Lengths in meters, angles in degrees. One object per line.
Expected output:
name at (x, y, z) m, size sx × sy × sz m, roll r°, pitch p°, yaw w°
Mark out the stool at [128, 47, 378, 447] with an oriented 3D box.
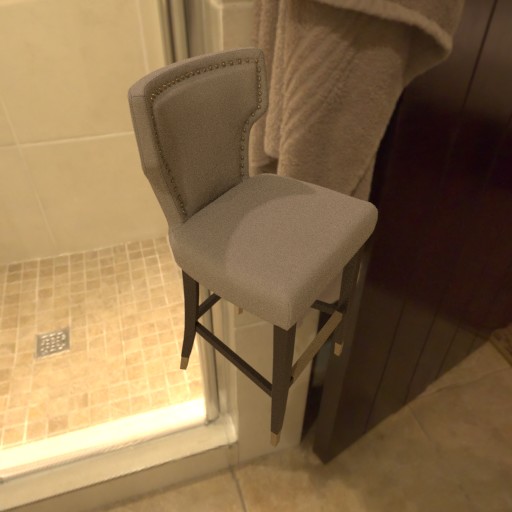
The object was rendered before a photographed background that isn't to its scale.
stool at (0.000, 0.000, 1.398) m, size 0.563 × 1.092 × 0.526 m, roll 24°, pitch 45°, yaw 26°
